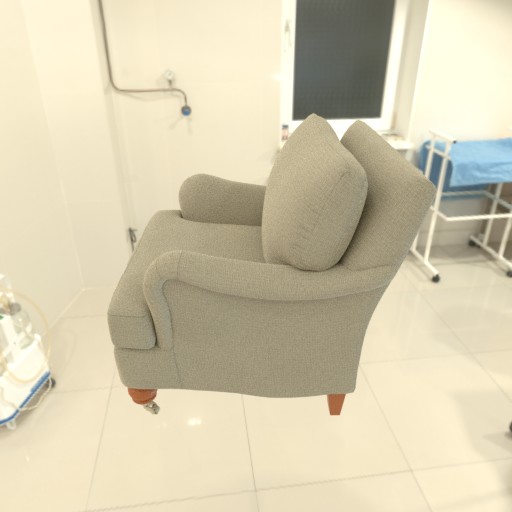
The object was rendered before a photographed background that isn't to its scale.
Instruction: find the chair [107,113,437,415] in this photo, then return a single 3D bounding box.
[{"bbox_3d":[0.000,0.000,1.888,1.070,1.038,0.955,0,28,-1],"label":"chair"}]
